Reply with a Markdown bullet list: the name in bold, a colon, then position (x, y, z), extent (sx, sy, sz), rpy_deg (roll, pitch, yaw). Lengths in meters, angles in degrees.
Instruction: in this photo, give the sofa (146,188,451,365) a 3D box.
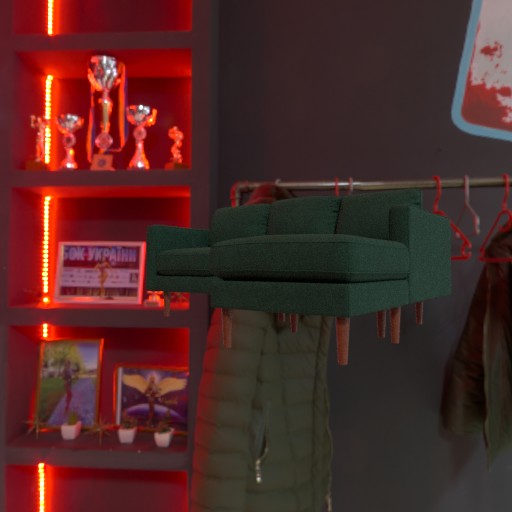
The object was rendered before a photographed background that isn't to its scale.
- **sofa**: position (0.000, 0.000, 2.859), extent (2.030, 0.899, 1.580), rpy_deg (-1, -2, 37)
